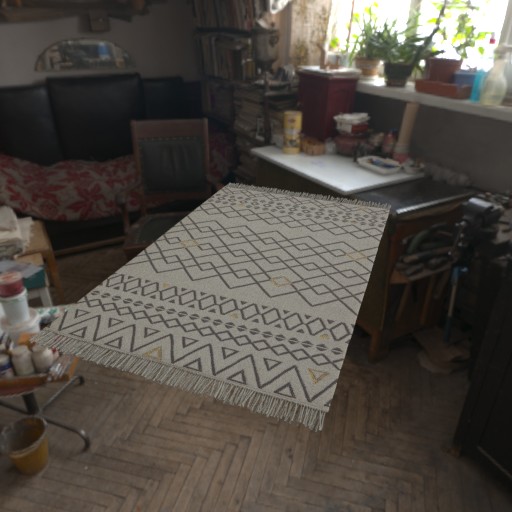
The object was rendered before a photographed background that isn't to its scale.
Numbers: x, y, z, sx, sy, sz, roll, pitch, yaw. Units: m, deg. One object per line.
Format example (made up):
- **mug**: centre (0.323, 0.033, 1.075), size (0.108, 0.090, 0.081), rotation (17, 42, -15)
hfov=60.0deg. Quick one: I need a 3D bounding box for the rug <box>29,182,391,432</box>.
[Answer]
- **rug**: centre (0.000, 0.000, 2.960), size (1.495, 0.035, 2.472), rotation (11, 31, 18)
